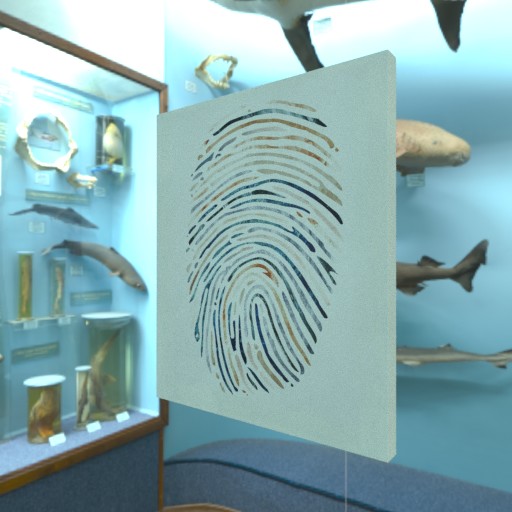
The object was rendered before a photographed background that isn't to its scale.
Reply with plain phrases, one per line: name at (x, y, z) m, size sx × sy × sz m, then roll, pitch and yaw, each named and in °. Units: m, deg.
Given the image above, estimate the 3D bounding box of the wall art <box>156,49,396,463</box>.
wall art at (0.000, 0.000, 0.814) m, size 0.508 × 0.606 × 0.037 m, roll 0°, pitch 0°, yaw 37°
